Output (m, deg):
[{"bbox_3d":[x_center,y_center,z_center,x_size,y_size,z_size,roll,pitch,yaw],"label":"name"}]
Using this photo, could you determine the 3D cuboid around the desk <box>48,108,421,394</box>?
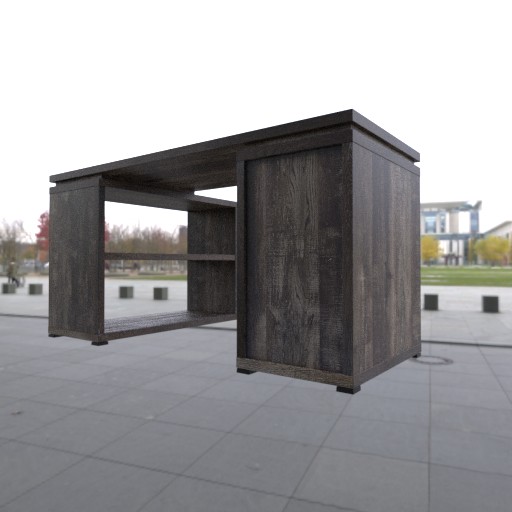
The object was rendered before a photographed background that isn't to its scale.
[{"bbox_3d":[0.000,0.000,2.100,1.524,0.753,1.200,-1,-1,37],"label":"desk"}]
